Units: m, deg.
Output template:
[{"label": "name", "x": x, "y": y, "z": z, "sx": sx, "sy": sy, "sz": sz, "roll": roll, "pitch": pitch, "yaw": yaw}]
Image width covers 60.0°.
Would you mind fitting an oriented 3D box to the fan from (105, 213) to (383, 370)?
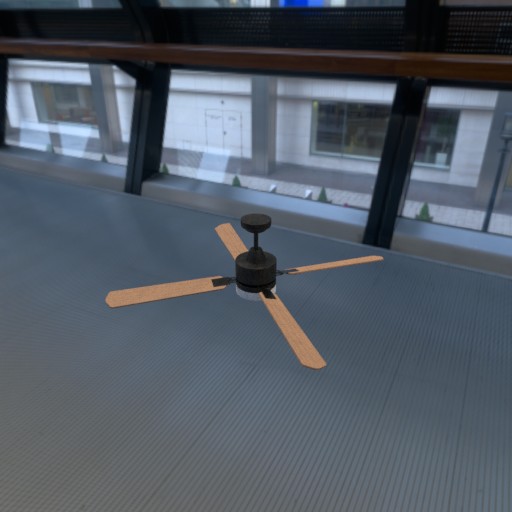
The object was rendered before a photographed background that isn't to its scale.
[{"label": "fan", "x": 0.000, "y": 0.000, "z": 1.985, "sx": 1.320, "sy": 0.355, "sz": 1.320, "roll": -8, "pitch": 27, "yaw": -16}]
